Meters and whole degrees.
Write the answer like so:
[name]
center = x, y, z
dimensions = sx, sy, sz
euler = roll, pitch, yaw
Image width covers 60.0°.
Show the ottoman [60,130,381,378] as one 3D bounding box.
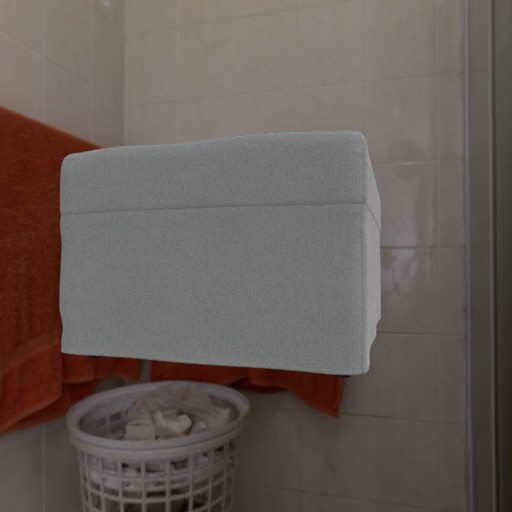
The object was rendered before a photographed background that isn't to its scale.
[ottoman]
center = 0.000, 0.000, 1.235
dimensions = 0.648, 0.461, 0.833
euler = 0, 0, 17
